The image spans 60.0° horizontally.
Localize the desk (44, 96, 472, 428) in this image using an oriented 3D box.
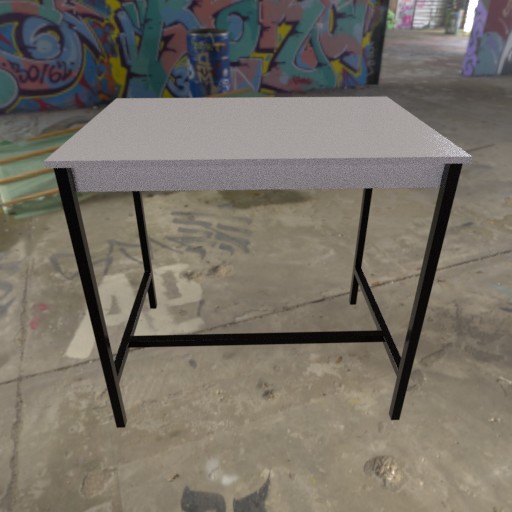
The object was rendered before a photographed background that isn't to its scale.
[{"bbox_3d":[0.000,0.000,1.279,0.811,0.766,0.573,-1,31,-2],"label":"desk"}]
